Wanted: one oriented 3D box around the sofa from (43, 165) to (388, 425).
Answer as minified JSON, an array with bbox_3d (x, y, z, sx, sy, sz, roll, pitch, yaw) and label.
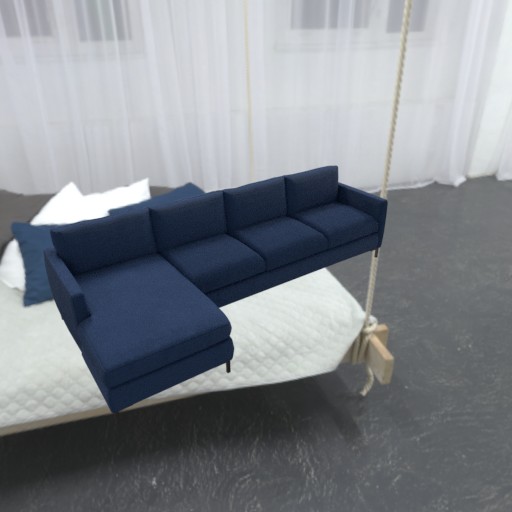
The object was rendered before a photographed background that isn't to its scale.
[{"bbox_3d":[0.000,0.000,2.981,2.450,0.679,1.128,-18,33,-31],"label":"sofa"}]
